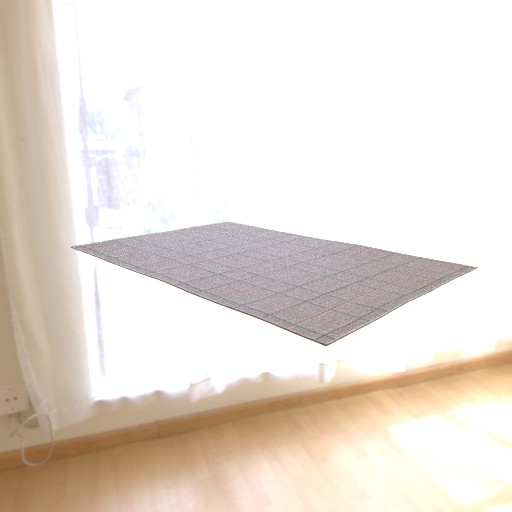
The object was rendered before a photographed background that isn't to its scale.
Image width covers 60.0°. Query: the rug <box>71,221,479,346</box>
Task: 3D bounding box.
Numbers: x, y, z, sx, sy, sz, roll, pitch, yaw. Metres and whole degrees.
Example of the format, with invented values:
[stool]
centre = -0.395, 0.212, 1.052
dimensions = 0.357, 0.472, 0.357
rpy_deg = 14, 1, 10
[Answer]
[rug]
centre = 0.000, 0.000, 2.357
dimensions = 1.220, 0.013, 1.829
rpy_deg = -14, 20, -43
